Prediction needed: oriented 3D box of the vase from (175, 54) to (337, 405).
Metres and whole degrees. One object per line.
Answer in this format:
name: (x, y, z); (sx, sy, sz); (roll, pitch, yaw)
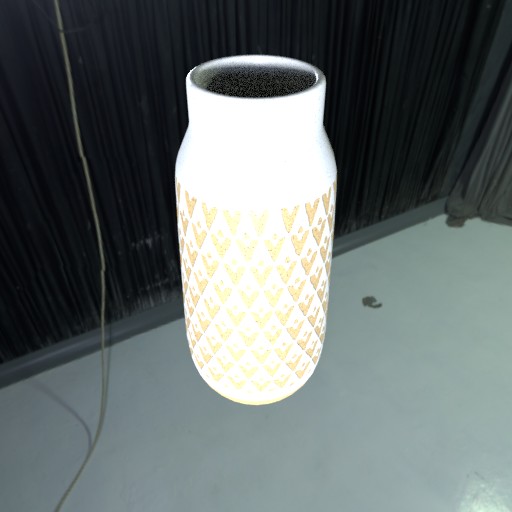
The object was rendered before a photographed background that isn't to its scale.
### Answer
vase: (0.000, 0.000, 0.385); (0.137, 0.307, 0.137); (0, 40, 0)
